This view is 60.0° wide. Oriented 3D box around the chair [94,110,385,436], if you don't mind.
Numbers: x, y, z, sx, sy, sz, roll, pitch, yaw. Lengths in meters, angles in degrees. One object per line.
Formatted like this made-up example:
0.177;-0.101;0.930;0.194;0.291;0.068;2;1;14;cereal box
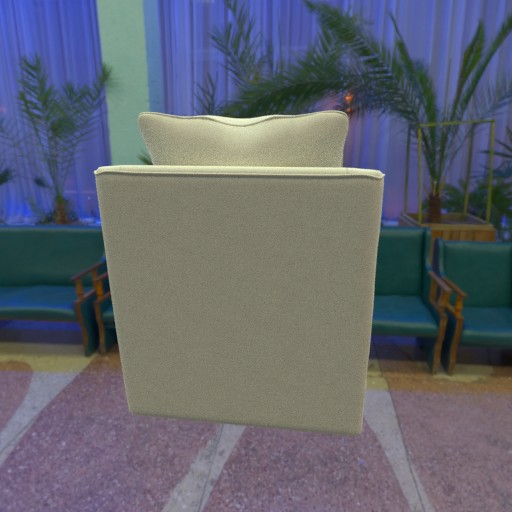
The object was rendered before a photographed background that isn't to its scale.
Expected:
0.000;0.000;1.594;0.756;0.965;0.876;2;16;8;chair
